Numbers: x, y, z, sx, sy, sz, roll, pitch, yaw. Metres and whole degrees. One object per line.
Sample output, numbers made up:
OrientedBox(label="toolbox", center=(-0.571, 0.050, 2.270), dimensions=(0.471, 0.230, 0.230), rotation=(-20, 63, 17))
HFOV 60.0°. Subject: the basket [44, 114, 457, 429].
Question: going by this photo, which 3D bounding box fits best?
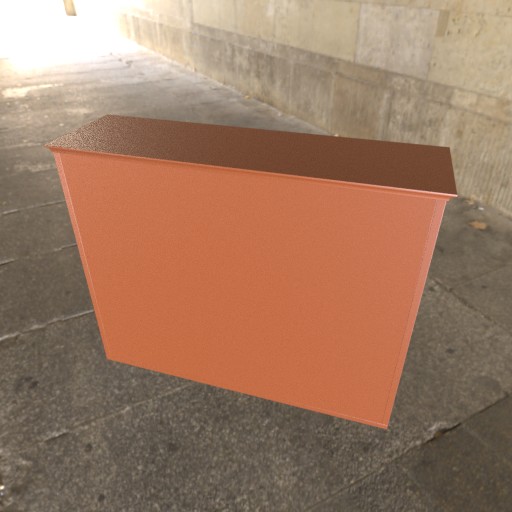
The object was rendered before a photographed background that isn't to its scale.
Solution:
OrientedBox(label="basket", center=(0.000, 0.000, 1.130), dimensions=(0.792, 0.625, 0.376), rotation=(10, 35, 14))
